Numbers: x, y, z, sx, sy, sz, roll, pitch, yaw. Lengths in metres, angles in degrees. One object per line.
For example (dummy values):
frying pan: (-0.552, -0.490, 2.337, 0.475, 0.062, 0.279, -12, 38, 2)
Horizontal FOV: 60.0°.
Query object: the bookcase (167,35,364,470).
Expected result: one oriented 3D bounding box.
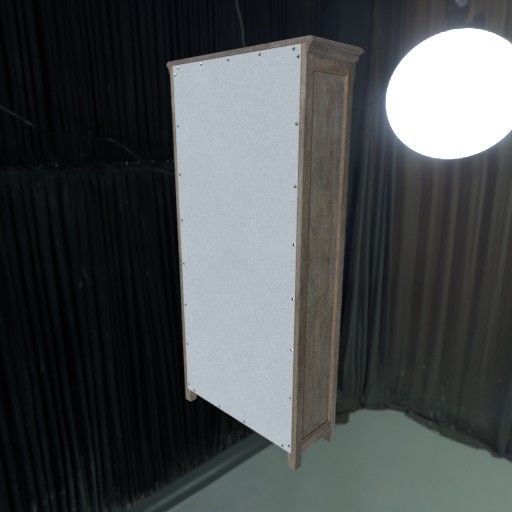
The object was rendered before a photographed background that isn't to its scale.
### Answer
bookcase: (0.000, 0.000, 2.254, 0.906, 1.880, 0.348, 15, 21, 42)
